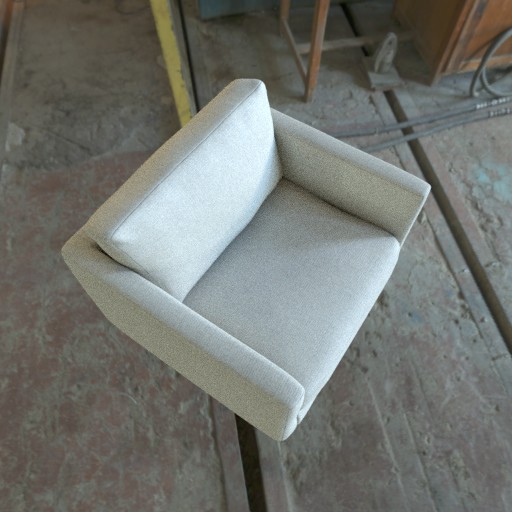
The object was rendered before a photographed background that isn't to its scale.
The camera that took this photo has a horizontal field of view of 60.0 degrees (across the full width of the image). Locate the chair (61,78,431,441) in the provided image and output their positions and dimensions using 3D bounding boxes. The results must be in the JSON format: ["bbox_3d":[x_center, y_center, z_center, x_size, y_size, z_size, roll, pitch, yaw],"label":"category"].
[{"bbox_3d":[0.000,0.000,1.756,0.959,0.919,0.996,31,64,16],"label":"chair"}]
